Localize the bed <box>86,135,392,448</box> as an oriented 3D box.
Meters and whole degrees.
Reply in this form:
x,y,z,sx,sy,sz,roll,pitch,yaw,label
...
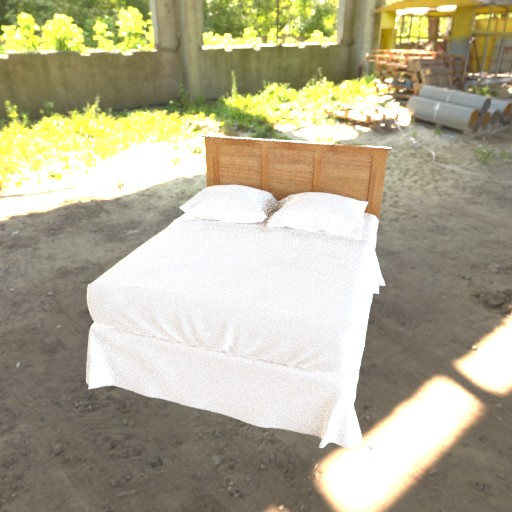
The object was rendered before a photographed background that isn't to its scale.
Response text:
x,y,z,sx,sy,sz,roll,pitch,yaw,label
0.000,0.000,3.235,1.870,1.273,2.035,8,27,16,bed
